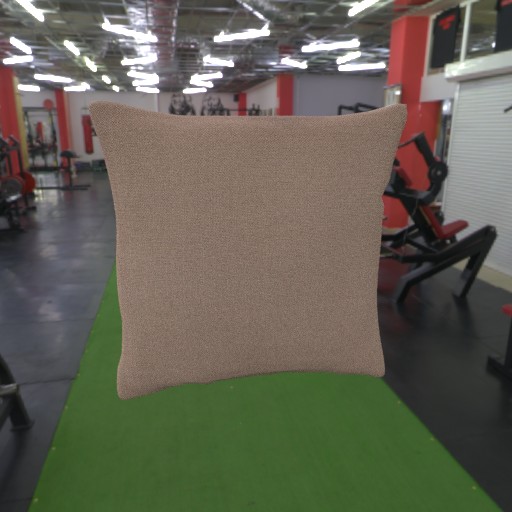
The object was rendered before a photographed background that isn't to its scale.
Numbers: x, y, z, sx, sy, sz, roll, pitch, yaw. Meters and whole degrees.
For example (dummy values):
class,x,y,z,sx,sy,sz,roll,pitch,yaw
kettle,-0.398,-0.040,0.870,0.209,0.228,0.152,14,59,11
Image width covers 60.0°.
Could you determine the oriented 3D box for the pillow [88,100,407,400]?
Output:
class,x,y,z,sx,sy,sz,roll,pitch,yaw
pillow,0.000,0.000,0.729,0.478,0.479,0.158,-3,16,-9
